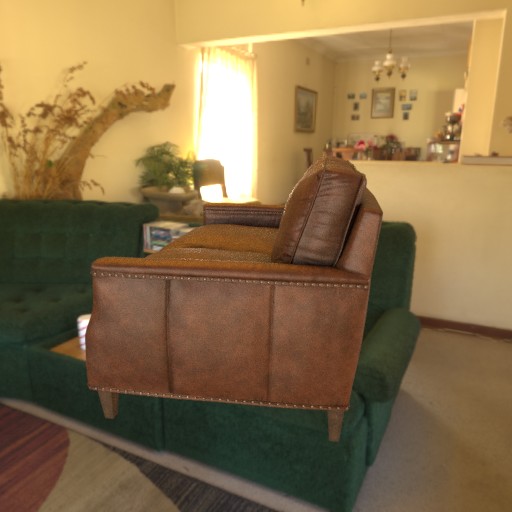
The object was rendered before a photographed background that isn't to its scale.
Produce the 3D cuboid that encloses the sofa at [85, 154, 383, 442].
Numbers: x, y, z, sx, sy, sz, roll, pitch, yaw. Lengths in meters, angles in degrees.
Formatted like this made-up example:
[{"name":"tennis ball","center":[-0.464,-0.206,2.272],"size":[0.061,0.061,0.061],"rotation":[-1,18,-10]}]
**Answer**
[{"name":"sofa","center":[0.000,0.000,2.284],"size":[1.083,1.003,1.628],"rotation":[2,15,9]}]
